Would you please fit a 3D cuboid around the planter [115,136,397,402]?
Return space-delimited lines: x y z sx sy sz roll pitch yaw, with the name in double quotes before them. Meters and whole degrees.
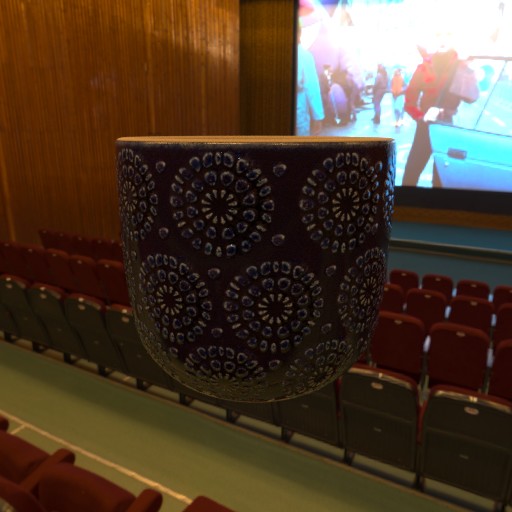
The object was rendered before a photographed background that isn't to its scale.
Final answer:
"planter" 0.000 0.000 0.288 0.165 0.149 0.165 0 16 0
